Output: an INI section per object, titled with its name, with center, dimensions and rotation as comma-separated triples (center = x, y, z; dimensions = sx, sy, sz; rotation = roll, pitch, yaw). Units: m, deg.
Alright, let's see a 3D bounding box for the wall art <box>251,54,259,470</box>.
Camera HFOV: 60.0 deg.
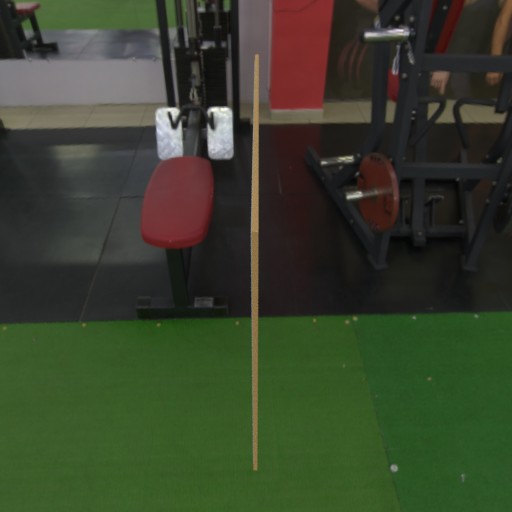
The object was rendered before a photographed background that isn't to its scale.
[wall art]
center = 0.000, 0.000, 1.447
dimensions = 0.013, 0.959, 0.962
rotation = 0, 41, 0
